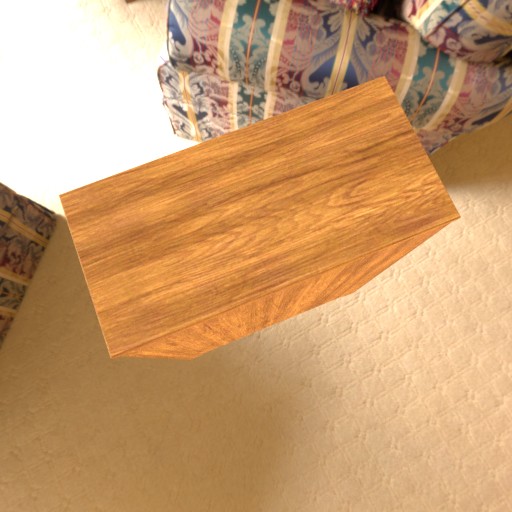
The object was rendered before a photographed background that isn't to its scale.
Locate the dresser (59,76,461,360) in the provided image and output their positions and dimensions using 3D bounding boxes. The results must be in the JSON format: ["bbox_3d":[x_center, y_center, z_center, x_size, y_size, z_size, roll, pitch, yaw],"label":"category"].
[{"bbox_3d":[0.000,0.000,2.009,1.081,1.431,0.558,-21,77,-5],"label":"dresser"}]
